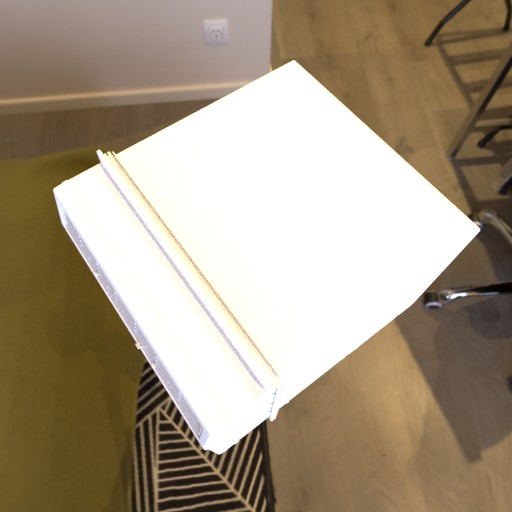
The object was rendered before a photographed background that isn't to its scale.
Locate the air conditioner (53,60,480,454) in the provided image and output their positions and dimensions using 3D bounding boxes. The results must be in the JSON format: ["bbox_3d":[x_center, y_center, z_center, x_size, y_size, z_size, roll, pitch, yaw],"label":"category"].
[{"bbox_3d":[0.000,0.000,0.872,0.546,0.388,0.503,-33,68,-15],"label":"air conditioner"}]
